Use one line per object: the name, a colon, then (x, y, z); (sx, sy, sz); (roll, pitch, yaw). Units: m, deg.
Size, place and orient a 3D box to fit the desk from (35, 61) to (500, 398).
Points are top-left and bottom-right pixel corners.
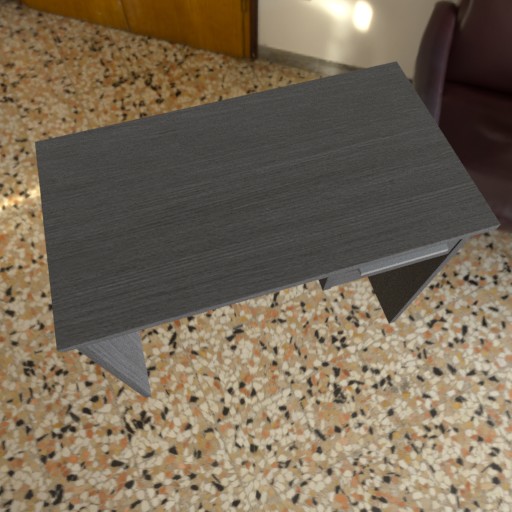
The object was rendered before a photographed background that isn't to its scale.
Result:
desk: (0.000, 0.000, 1.277); (0.893, 0.724, 0.498); (-15, 65, -7)
